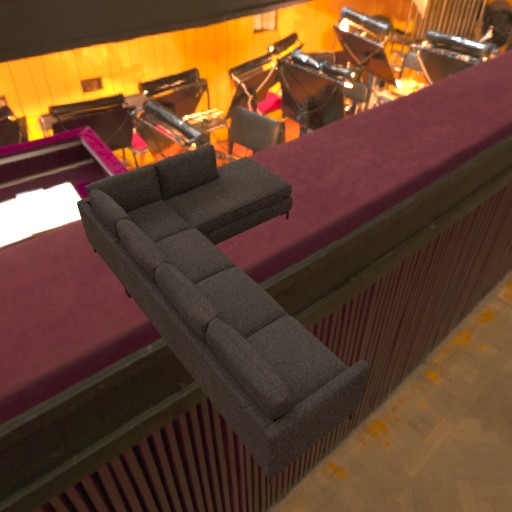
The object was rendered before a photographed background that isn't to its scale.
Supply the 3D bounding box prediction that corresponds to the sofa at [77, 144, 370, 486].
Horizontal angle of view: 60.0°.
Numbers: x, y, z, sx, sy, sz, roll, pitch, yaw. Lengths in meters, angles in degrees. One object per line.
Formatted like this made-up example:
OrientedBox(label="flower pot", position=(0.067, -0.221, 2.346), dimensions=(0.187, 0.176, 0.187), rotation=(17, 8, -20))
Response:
OrientedBox(label="sofa", position=(0.000, 0.000, 3.822), dimensions=(2.007, 0.815, 2.949), rotation=(-26, 47, -27))
